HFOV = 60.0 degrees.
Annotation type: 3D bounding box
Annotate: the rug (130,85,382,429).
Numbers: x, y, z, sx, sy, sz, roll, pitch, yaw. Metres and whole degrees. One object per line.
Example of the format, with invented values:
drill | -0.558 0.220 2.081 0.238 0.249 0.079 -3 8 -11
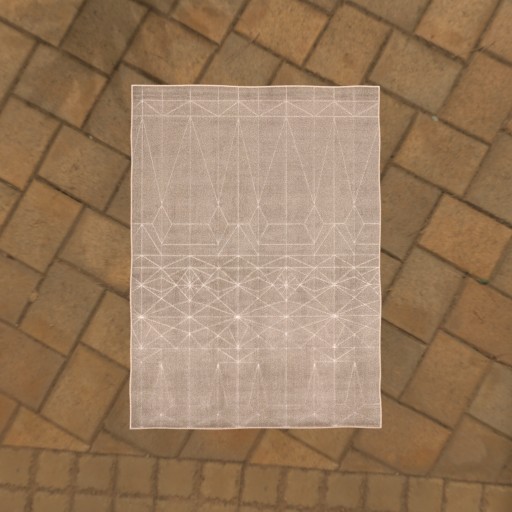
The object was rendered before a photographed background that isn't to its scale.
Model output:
rug | 0.000 0.000 4.322 2.449 0.019 3.357 0 89 -1
